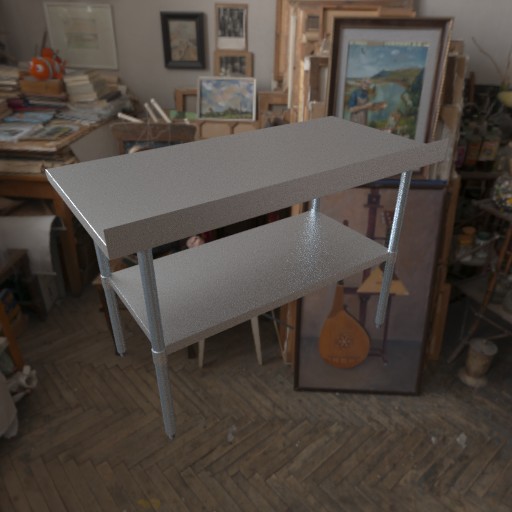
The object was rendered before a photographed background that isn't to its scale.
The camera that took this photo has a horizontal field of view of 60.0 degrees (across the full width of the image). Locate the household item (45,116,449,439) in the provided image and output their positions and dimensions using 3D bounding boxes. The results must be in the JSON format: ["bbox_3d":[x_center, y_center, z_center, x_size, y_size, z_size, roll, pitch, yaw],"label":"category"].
[{"bbox_3d":[0.000,0.000,1.692,1.219,0.851,0.610,-19,36,-29],"label":"household item"}]
